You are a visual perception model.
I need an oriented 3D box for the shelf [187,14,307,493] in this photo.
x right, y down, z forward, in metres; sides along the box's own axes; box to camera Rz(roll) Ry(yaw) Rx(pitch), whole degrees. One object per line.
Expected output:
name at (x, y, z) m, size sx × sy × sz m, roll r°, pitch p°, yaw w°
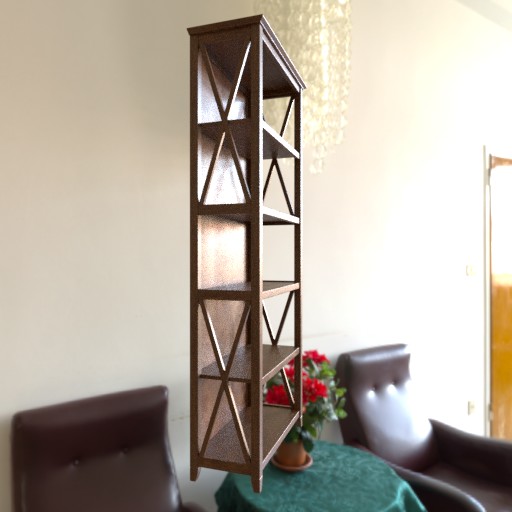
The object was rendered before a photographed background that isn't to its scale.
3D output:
shelf at (0.000, 0.000, 2.177) m, size 0.335 × 1.905 × 0.805 m, roll 0°, pitch 0°, yaw 19°
